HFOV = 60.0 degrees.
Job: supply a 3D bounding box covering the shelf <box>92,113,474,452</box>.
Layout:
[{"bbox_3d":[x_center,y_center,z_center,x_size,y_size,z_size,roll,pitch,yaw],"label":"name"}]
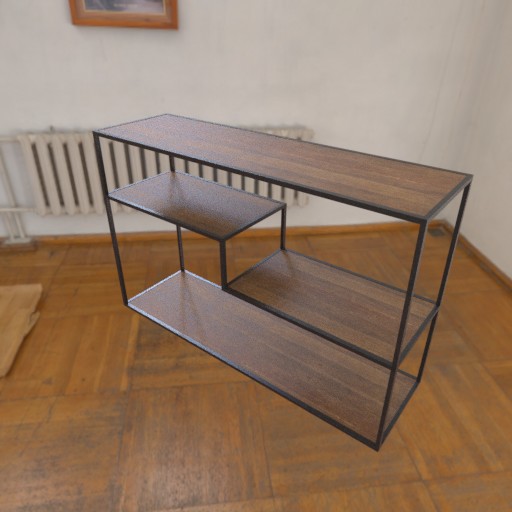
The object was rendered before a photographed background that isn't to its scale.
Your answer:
[{"bbox_3d":[0.000,0.000,1.571,1.201,0.765,0.361,21,36,32],"label":"shelf"}]
